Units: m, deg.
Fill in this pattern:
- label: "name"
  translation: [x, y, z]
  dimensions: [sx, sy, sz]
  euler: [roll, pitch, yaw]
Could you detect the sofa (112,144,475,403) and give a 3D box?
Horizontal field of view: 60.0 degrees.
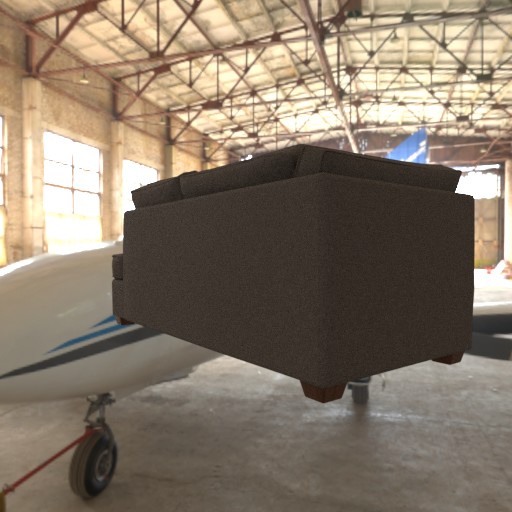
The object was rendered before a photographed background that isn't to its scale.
- label: "sofa"
  translation: [0.000, 0.000, 2.758]
  dimensions: [1.110, 1.033, 2.237]
  euler: [-1, 1, -37]
